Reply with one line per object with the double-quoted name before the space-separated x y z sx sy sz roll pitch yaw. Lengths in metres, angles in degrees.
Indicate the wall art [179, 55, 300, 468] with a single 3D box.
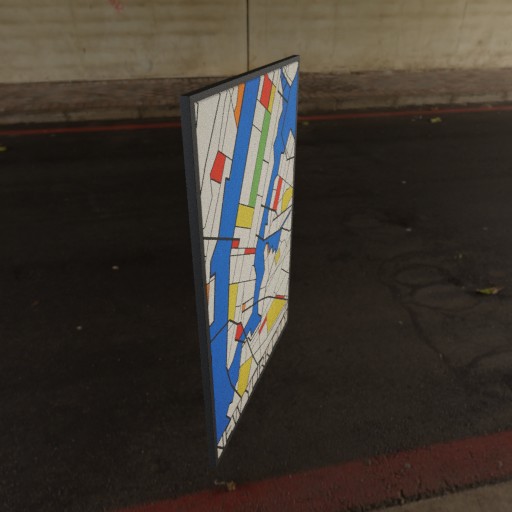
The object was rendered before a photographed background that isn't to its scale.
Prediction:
"wall art" 0.000 0.000 0.841 0.013 0.657 0.457 11 32 18
